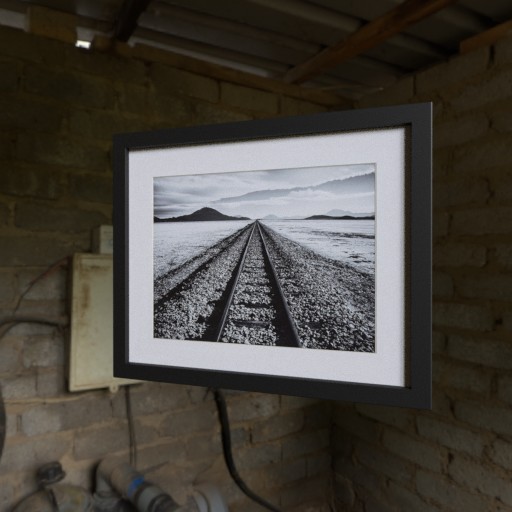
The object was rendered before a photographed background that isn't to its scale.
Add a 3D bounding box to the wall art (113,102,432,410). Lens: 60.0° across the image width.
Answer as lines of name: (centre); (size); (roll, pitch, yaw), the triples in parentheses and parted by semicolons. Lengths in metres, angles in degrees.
wall art: (0.000, 0.000, 0.759); (0.559, 0.458, 0.029); (0, 0, 19)
